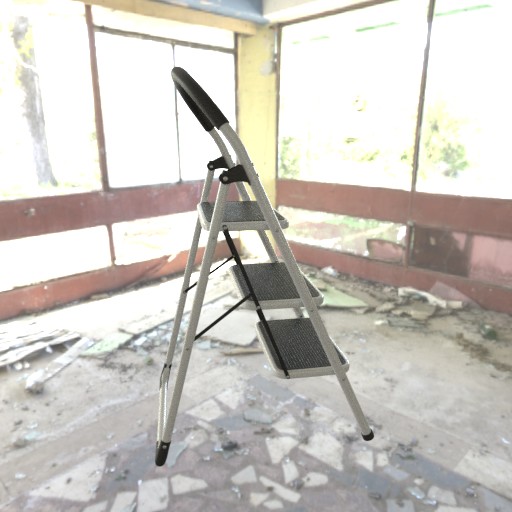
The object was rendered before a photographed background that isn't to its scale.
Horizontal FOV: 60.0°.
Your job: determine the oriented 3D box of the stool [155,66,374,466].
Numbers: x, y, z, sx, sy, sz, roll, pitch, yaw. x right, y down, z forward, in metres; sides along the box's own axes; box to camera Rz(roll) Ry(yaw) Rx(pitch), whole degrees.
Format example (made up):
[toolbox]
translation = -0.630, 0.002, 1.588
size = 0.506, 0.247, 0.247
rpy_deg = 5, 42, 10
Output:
[stool]
translation = 0.000, 0.000, 1.417
size = 0.676, 1.109, 0.485
rpy_deg = -3, 16, -10
